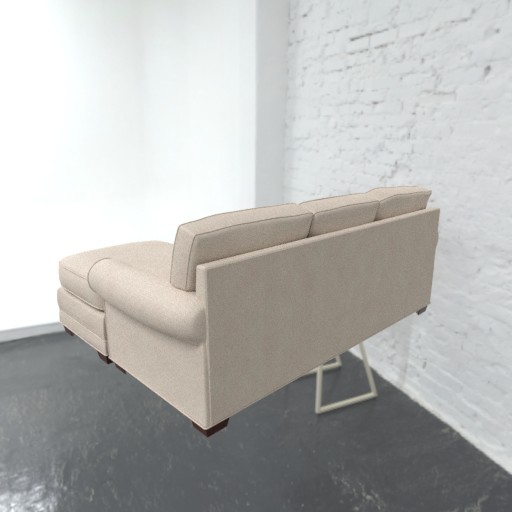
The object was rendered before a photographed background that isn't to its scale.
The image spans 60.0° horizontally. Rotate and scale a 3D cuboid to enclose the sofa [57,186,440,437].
[{"bbox_3d":[0.000,0.000,2.351,1.770,0.734,1.226,-14,21,-42],"label":"sofa"}]
